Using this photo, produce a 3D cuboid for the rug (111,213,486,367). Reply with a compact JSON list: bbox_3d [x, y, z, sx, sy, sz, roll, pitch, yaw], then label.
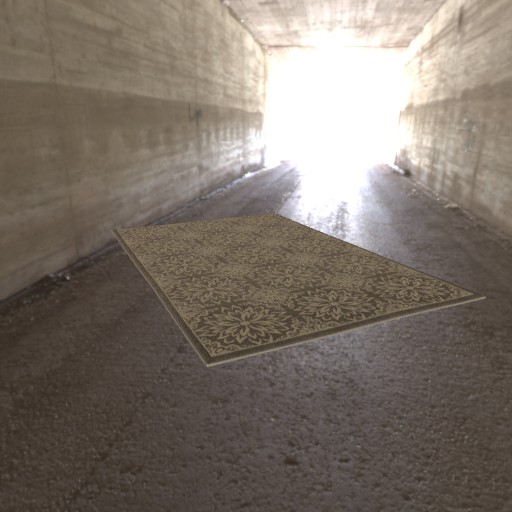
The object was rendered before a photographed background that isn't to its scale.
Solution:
[{"bbox_3d":[0.000,0.000,3.527,1.819,0.018,2.746,-8,19,-25],"label":"rug"}]
